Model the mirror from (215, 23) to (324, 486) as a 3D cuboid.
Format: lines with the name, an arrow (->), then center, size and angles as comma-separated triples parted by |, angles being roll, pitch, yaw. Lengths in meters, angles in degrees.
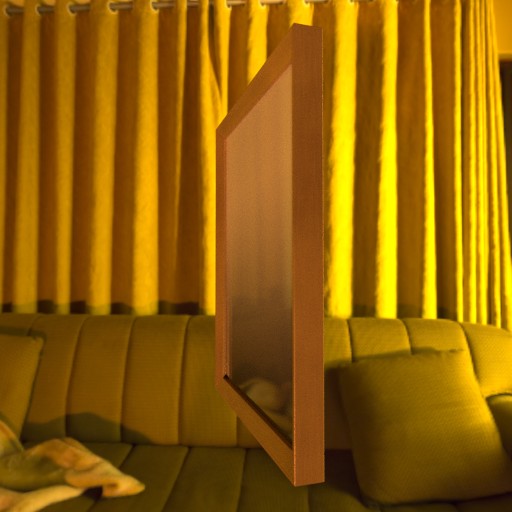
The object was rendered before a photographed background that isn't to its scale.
mirror -> 0.000, 0.000, 0.685 | 0.041, 0.509, 0.406 | 0, -1, -17
